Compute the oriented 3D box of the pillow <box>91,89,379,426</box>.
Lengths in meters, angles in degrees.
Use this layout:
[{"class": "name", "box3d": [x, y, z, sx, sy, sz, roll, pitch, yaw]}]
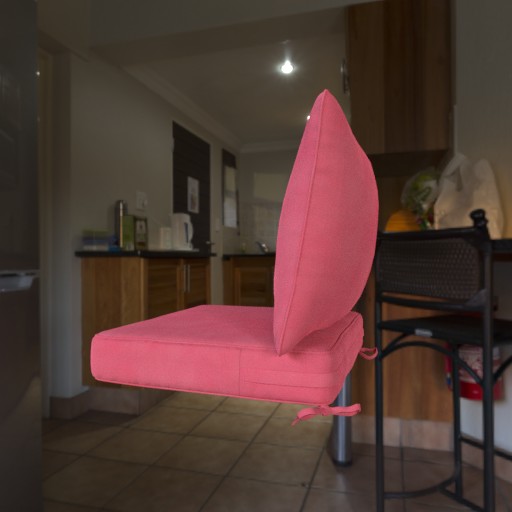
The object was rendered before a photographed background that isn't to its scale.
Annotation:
[{"class": "pillow", "box3d": [0.000, 0.000, 1.381, 0.733, 0.725, 0.798, 0, 1, 19]}]
